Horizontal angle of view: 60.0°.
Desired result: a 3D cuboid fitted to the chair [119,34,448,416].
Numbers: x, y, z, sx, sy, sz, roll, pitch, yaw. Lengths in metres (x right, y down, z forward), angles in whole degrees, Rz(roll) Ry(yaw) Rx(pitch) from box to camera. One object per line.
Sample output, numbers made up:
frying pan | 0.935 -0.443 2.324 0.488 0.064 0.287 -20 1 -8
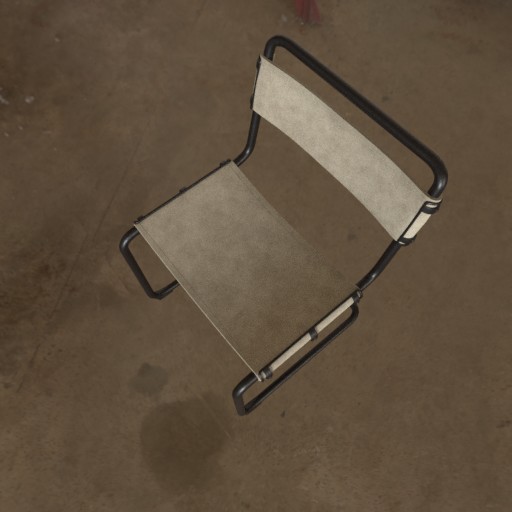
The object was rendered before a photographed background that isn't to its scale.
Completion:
chair | 0.000 0.000 1.080 0.497 0.747 0.499 -36 69 -16
